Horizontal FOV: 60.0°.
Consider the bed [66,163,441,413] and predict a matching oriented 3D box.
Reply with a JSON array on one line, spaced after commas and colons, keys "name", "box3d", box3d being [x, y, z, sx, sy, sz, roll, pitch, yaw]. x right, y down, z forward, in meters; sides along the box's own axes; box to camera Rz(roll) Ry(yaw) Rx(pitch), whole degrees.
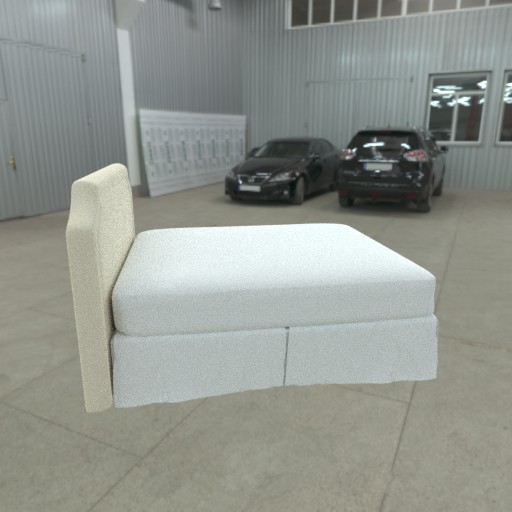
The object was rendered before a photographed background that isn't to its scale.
[{"name": "bed", "box3d": [0.000, 0.000, 3.316, 2.209, 1.296, 1.827, -2, 16, -9]}]
